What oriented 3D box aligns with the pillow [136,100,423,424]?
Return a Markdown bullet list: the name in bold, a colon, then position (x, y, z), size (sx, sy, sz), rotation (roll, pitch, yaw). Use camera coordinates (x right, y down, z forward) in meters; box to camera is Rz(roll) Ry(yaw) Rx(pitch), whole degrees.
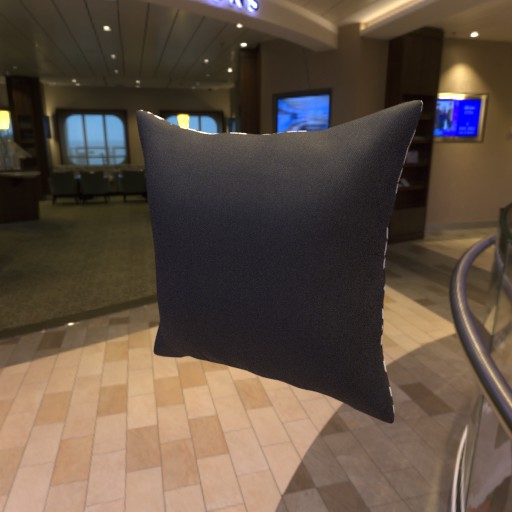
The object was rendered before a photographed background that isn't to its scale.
- **pillow**: position (0.000, 0.000, 0.766), size (0.504, 0.494, 0.188), rotation (8, 17, 28)
